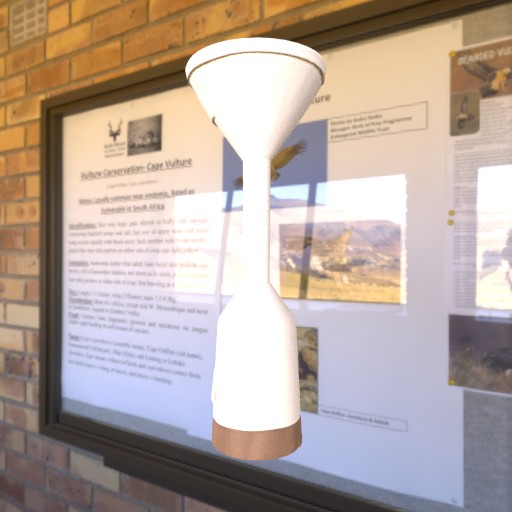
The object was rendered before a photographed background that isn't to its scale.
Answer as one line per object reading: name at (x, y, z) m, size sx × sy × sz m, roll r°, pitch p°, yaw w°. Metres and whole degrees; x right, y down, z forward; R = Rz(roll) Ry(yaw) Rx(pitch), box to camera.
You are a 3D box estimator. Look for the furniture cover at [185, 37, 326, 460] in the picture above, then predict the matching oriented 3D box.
furniture cover at (0.000, 0.000, 2.893) m, size 0.914 × 2.413 × 0.914 m, roll 0°, pitch 0°, yaw 0°
